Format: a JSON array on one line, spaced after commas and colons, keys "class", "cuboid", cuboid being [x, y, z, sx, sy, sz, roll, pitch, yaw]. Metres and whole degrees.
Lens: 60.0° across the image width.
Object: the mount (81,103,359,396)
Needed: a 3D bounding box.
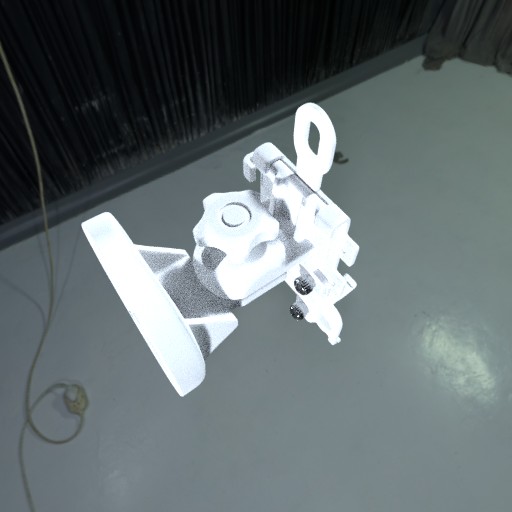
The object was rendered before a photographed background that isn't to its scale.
[{"class": "mount", "cuboid": [0.000, 0.000, 0.170, 0.100, 0.118, 0.066, -31, 63, -18]}]
